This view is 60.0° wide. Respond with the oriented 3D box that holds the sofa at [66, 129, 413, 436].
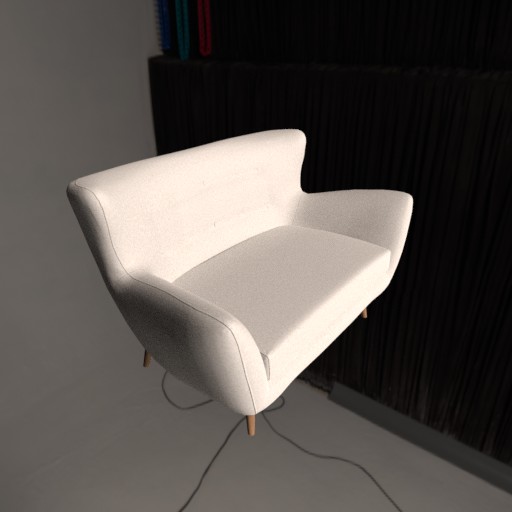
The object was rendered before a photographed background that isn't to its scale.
[{"bbox_3d":[0.000,0.000,1.984,0.921,0.878,1.424,19,32,33],"label":"sofa"}]
